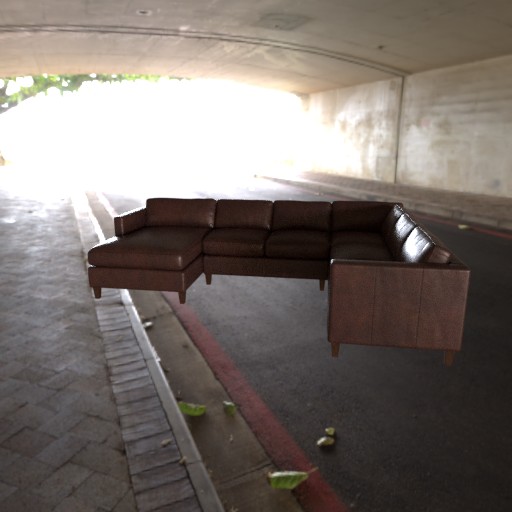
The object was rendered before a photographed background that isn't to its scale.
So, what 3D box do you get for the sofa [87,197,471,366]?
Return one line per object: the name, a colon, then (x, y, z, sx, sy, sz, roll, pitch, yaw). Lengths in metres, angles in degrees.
sofa: (0.000, 0.000, 4.462, 3.324, 0.891, 2.452, 2, 15, 9)
